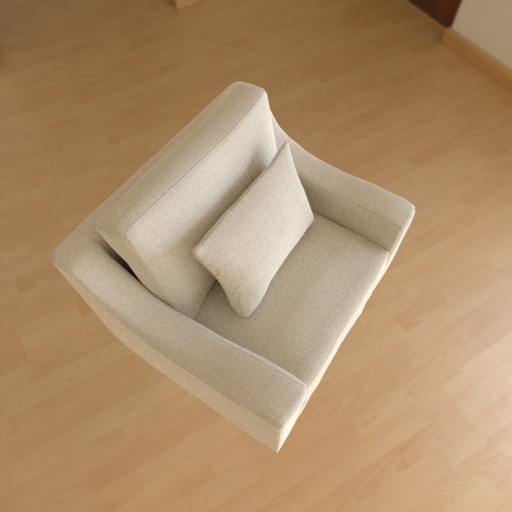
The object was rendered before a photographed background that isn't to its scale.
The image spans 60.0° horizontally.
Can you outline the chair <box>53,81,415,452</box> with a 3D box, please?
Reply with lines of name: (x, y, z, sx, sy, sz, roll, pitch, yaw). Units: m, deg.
chair: (0.000, 0.000, 1.956, 1.009, 1.016, 1.178, 30, 63, 17)
